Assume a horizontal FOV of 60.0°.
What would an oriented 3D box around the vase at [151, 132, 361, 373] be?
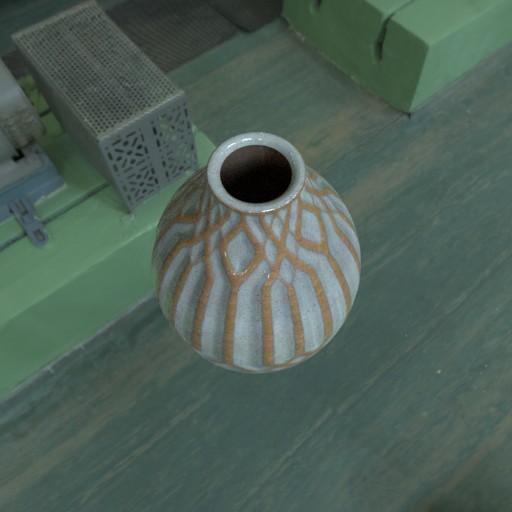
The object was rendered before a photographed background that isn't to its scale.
[{"bbox_3d":[0.000,0.000,0.273,0.131,0.175,0.131,0,64,0],"label":"vase"}]
